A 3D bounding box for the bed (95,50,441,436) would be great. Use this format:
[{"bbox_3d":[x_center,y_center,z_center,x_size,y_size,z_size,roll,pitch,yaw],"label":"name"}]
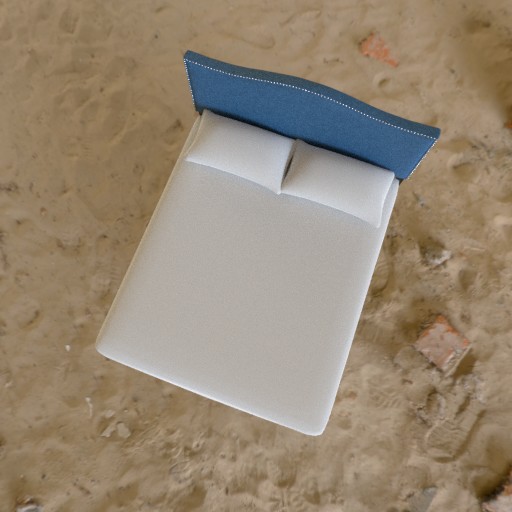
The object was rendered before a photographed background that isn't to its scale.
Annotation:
[{"bbox_3d":[0.000,0.000,2.859,1.610,1.169,1.872,19,76,5],"label":"bed"}]
